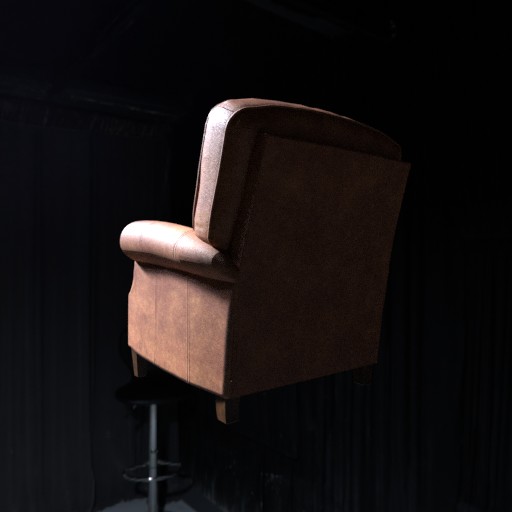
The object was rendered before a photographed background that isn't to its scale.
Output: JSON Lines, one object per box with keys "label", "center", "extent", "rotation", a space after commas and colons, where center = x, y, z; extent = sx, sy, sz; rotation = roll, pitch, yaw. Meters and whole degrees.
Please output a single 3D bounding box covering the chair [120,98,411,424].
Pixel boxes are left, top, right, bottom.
{"label": "chair", "center": [0.000, 0.000, 1.804], "extent": [0.936, 1.018, 0.986], "rotation": [0, 1, -37]}
